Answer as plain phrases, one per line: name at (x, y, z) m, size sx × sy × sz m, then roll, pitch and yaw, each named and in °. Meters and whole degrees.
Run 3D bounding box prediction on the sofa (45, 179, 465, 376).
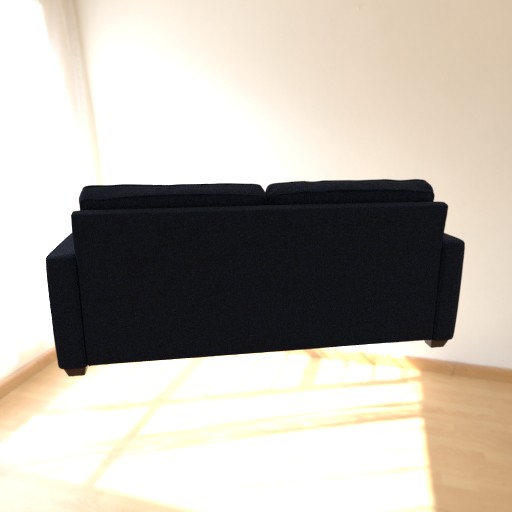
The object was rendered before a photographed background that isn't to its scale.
sofa at (0.000, 0.000, 2.575) m, size 2.080 × 0.919 × 0.940 m, roll -2°, pitch 15°, yaw -9°
